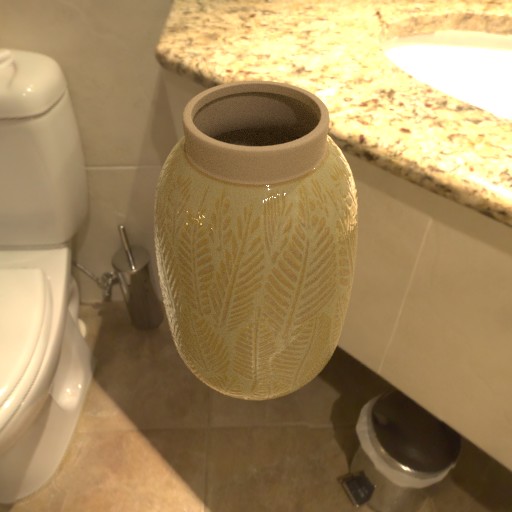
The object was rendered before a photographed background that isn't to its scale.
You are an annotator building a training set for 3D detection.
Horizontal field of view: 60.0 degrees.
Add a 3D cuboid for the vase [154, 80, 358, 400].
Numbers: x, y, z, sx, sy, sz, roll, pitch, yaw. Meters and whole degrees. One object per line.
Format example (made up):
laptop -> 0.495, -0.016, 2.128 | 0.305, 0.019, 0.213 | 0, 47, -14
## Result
vase -> 0.000, 0.000, 0.386 | 0.172, 0.270, 0.172 | 0, 45, 0
